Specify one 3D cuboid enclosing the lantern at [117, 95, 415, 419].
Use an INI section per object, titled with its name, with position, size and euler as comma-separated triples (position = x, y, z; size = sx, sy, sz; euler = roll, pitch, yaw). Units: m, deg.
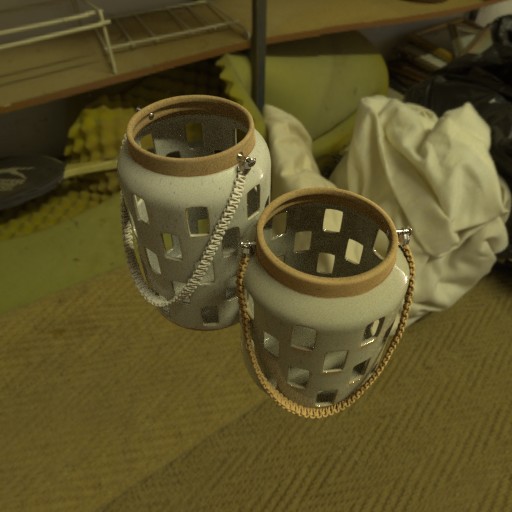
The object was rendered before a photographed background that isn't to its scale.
[lantern]
position = 0.000, 0.000, 0.496
size = 0.347, 0.255, 0.184
euler = 30, 53, 25
